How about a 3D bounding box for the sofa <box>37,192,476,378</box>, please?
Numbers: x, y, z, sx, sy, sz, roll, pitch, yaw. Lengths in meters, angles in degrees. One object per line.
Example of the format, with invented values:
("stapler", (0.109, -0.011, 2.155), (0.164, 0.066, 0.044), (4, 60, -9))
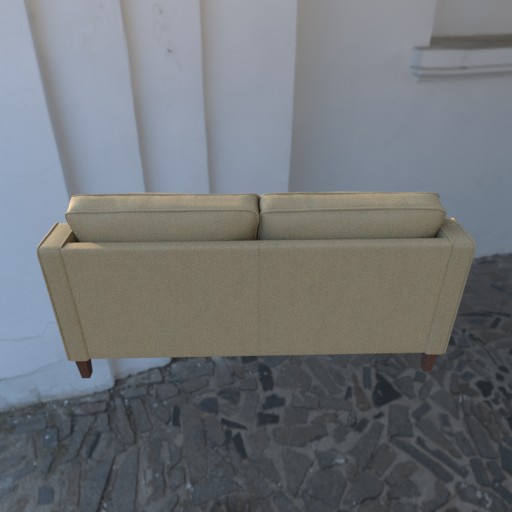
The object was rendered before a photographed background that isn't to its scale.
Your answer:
("sofa", (0.000, 0.000, 2.813), (2.178, 1.071, 1.066), (-1, 30, -1))
